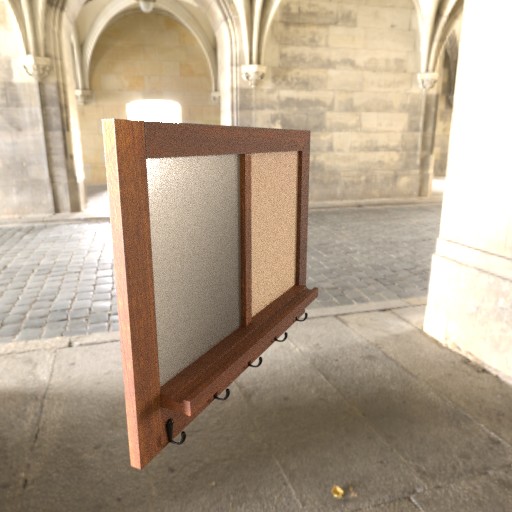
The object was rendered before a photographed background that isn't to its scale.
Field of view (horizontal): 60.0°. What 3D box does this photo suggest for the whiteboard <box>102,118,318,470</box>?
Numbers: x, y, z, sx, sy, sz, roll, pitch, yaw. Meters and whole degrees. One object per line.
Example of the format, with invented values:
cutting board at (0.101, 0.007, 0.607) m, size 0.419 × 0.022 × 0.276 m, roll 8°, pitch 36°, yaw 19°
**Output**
whiteboard at (0.000, 0.000, 0.997) m, size 0.083 × 0.559 × 0.783 m, roll 7°, pitch 16°, yaw 25°
